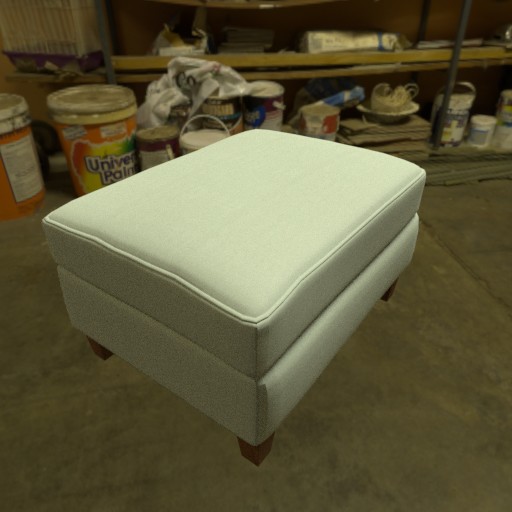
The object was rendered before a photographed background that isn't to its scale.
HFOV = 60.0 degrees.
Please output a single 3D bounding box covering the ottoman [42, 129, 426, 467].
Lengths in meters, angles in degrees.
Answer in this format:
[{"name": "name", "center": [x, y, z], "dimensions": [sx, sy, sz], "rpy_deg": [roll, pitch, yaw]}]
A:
[{"name": "ottoman", "center": [0.000, 0.000, 1.203], "dimensions": [0.634, 0.496, 0.818], "rpy_deg": [22, 39, 30]}]
